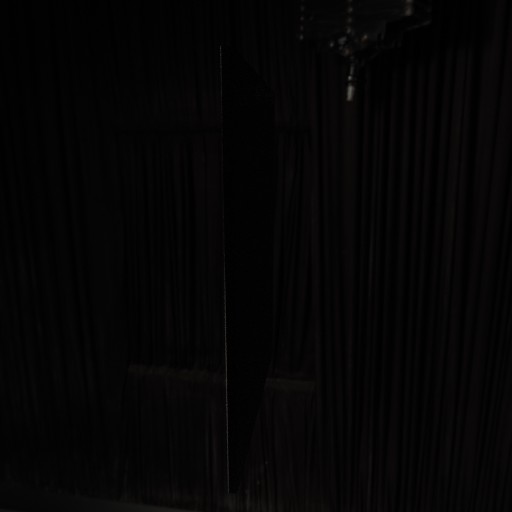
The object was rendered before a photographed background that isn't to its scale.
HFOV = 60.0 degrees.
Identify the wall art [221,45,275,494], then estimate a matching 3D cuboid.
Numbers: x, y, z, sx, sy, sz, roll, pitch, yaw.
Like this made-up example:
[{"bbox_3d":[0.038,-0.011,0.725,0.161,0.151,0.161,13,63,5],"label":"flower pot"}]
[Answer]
[{"bbox_3d":[0.000,0.000,0.768,0.013,0.582,0.442,2,14,8],"label":"wall art"}]
